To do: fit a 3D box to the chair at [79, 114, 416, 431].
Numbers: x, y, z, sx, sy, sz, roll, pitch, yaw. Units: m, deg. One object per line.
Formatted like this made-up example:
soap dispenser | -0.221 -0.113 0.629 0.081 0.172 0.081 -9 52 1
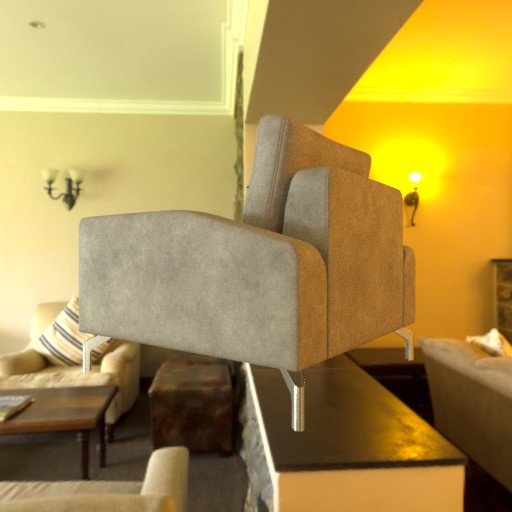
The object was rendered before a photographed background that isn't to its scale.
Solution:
chair | 0.000 0.000 1.624 0.900 0.800 0.900 0 1 36
